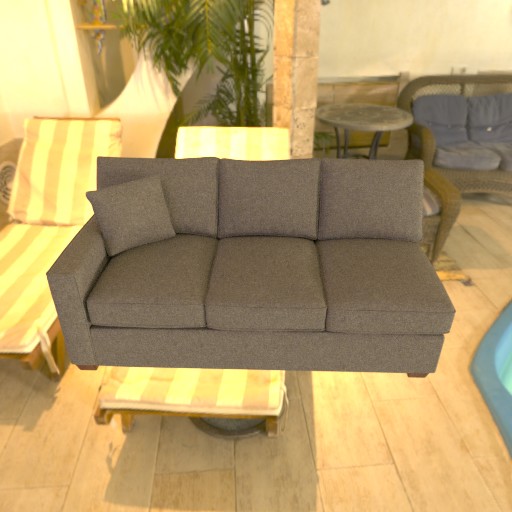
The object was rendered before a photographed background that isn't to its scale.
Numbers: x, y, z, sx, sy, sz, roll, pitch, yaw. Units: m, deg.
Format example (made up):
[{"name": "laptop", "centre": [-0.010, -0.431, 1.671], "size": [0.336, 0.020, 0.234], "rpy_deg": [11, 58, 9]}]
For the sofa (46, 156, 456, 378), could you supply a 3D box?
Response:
[{"name": "sofa", "centre": [0.000, 0.000, 2.549], "size": [1.963, 0.946, 1.034], "rpy_deg": [1, 30, 1]}]
